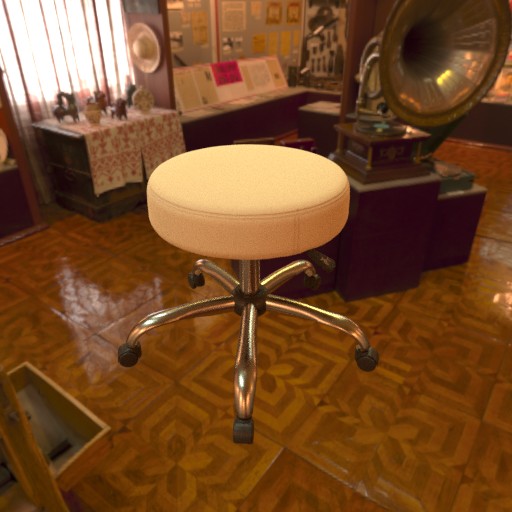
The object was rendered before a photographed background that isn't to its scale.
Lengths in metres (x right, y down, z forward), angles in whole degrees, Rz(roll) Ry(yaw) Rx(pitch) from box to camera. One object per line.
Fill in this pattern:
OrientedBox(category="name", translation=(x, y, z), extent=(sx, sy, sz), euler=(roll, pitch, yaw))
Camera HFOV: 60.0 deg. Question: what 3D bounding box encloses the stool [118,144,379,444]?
OrientedBox(category="stool", translation=(0.000, 0.000, 1.069), extent=(0.634, 0.482, 0.614), euler=(21, 36, 32))
